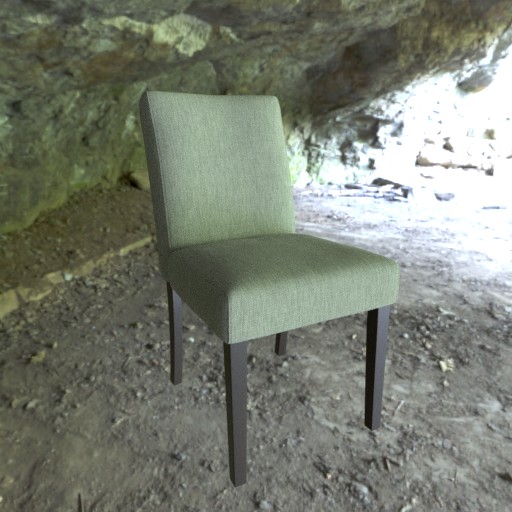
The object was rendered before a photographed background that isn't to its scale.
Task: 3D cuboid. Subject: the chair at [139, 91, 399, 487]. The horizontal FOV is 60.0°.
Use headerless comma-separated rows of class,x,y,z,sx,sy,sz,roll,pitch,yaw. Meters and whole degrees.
chair,0.000,0.000,1.235,0.487,0.884,0.629,-9,18,-27
